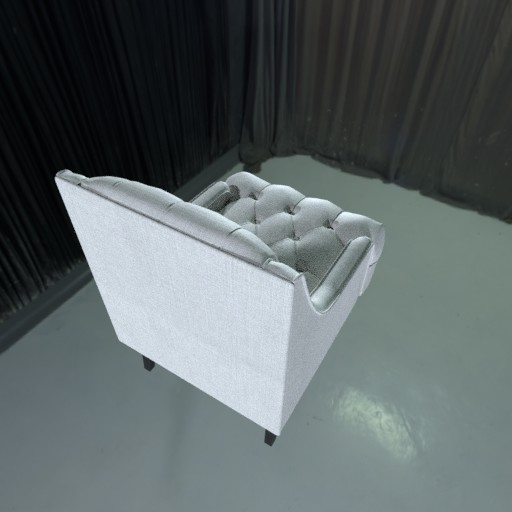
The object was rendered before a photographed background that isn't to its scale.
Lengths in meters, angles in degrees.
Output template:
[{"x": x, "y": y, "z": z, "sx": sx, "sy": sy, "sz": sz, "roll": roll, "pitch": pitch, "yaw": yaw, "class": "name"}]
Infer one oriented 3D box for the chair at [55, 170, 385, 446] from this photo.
[{"x": 0.000, "y": 0.000, "z": 1.441, "sx": 0.658, "sy": 0.891, "sz": 0.772, "roll": 24, "pitch": 51, "yaw": 21, "class": "chair"}]
